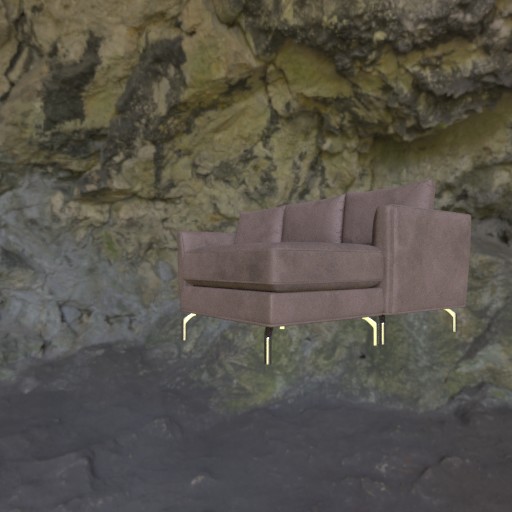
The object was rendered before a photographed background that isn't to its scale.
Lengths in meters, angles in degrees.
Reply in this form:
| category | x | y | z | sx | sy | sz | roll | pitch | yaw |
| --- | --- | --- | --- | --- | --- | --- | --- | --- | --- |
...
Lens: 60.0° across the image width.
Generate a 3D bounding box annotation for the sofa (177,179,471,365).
| category | x | y | z | sx | sy | sz | roll | pitch | yaw |
| --- | --- | --- | --- | --- | --- | --- | --- | --- | --- |
| sofa | 0.000 | 0.000 | 3.300 | 1.622 | 0.987 | 2.438 | 1 | -1 | -37 |
